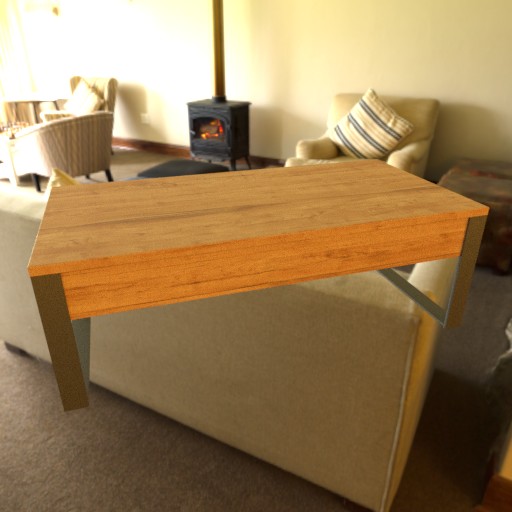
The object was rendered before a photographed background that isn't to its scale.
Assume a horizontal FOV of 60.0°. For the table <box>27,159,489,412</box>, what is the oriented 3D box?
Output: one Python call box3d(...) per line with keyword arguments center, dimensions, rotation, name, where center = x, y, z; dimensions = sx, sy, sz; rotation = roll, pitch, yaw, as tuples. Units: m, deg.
box3d(center=(0.000, 0.000, 1.414), dimensions=(1.180, 0.400, 0.590), rotation=(-8, 27, -16), name="table")
